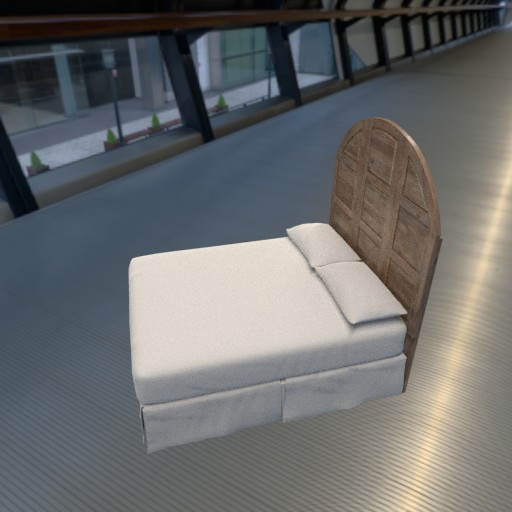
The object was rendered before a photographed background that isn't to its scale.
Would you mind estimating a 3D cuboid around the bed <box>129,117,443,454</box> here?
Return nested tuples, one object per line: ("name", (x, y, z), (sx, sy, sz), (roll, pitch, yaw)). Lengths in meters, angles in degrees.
("bed", (0.000, 0.000, 3.545), (2.112, 2.002, 1.713), (-8, 31, -13))
